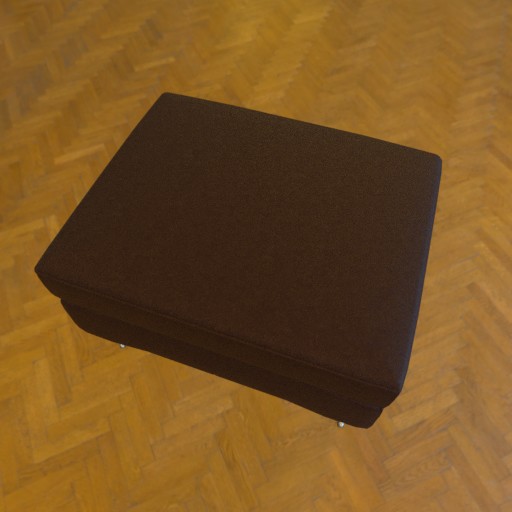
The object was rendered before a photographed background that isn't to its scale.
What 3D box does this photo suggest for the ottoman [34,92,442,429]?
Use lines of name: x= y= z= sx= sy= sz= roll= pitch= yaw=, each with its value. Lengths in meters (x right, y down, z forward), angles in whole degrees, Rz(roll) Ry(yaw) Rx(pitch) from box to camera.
ottoman: x=0.000 y=0.000 z=1.789 sx=1.187 sy=0.730 sz=0.967 roll=16 pitch=58 yaw=10
